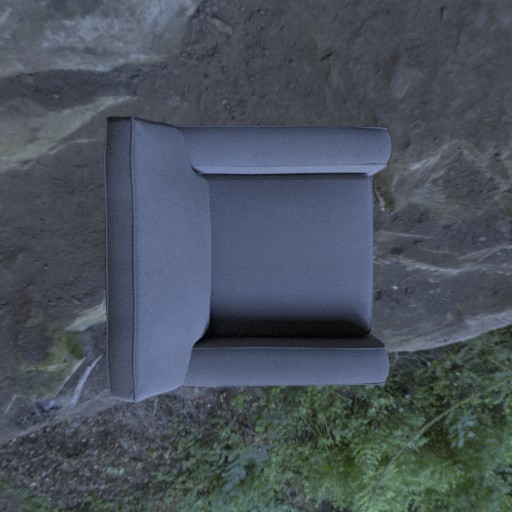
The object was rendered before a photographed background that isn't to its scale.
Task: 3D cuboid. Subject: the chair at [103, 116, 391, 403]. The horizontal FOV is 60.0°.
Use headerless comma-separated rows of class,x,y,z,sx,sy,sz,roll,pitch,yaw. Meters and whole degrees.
chair,0.000,0.000,1.822,1.044,0.934,0.999,0,92,-1
